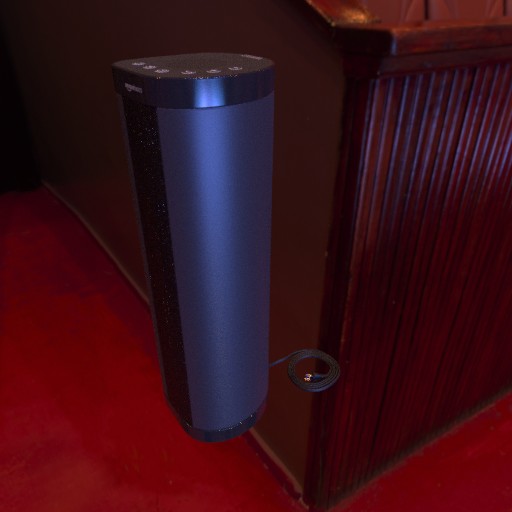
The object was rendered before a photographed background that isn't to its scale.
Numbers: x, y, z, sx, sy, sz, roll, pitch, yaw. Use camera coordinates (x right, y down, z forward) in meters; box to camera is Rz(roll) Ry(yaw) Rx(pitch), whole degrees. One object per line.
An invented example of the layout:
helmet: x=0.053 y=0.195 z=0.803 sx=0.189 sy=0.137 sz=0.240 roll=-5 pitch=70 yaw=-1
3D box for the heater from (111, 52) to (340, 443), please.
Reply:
heater: x=0.000 y=0.000 z=0.670 sx=0.312 sy=0.552 sz=0.174 roll=-21 pitch=37 yaw=-30
